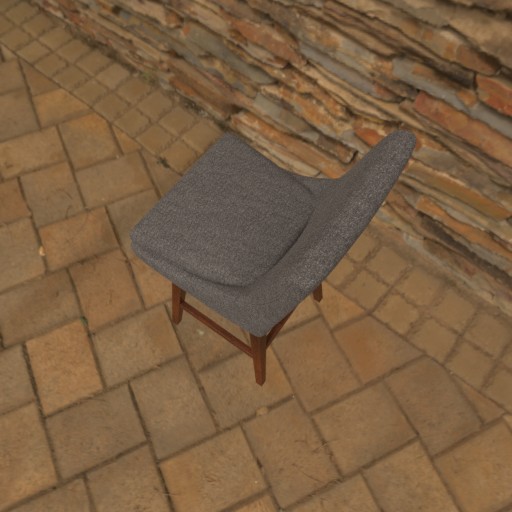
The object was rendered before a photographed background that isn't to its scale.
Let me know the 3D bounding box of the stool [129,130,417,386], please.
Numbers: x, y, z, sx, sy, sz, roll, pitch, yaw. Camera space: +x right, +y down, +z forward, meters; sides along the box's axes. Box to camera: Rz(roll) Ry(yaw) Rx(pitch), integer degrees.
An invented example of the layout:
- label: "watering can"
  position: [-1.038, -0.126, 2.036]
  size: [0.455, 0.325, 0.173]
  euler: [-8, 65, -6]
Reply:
- label: "stool"
  position: [0.000, 0.000, 1.395]
  size: [0.572, 1.068, 0.489]
  euler: [32, 67, 15]
